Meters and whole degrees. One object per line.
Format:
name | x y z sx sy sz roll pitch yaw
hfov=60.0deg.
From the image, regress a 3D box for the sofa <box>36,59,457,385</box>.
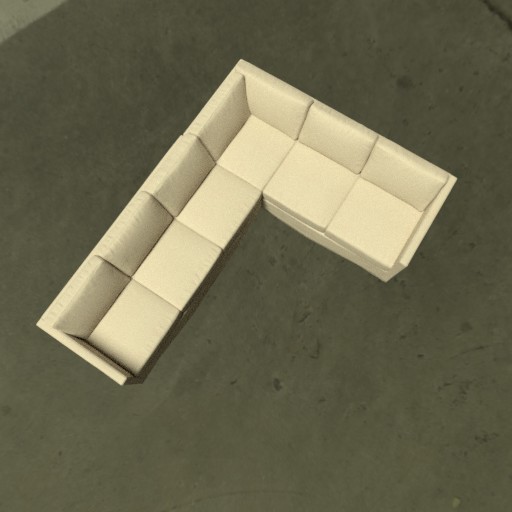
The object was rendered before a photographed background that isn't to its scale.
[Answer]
sofa | 0.000 0.000 4.176 2.432 0.871 3.182 32 78 8
